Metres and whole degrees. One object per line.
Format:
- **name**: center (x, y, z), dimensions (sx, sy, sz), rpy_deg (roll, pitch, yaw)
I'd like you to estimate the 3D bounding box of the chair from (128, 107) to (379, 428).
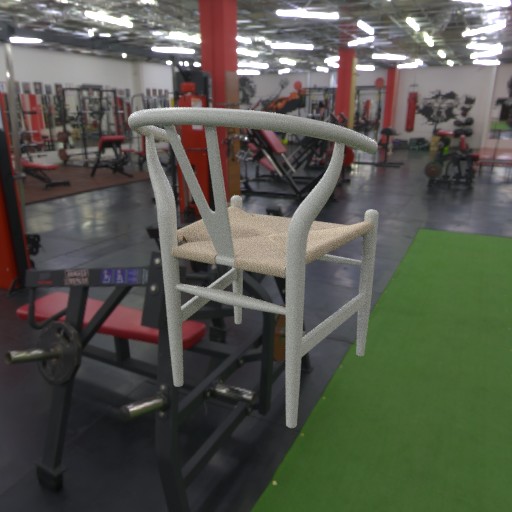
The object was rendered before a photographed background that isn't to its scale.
- **chair**: center (0.000, 0.000, 1.154), dimensions (0.569, 0.730, 0.579), rpy_deg (10, 21, 28)
